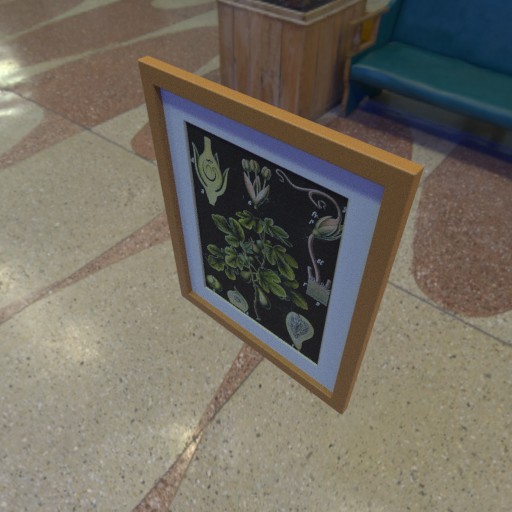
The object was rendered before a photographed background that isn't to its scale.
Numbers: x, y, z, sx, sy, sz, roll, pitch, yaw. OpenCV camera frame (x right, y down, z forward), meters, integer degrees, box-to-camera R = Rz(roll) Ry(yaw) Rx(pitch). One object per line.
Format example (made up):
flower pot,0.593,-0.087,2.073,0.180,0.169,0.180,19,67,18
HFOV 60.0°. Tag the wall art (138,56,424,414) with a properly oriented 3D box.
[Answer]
wall art,0.000,0.000,0.761,0.452,0.553,0.022,32,53,27
